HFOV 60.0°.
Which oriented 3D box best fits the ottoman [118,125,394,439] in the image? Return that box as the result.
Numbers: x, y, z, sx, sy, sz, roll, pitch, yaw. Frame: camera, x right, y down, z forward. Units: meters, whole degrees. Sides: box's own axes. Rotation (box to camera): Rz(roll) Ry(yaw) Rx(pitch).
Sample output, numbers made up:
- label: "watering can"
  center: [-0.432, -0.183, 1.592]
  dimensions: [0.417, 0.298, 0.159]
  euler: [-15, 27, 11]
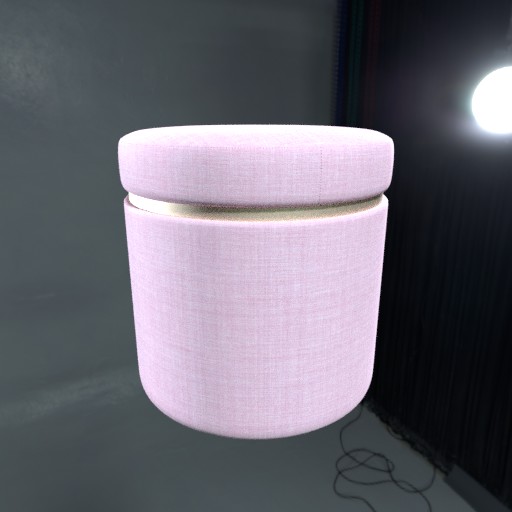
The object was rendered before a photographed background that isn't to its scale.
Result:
- label: "ottoman"
  center: [0.000, 0.000, 0.720]
  dimensions: [0.400, 0.406, 0.400]
  euler: [0, 18, 0]
